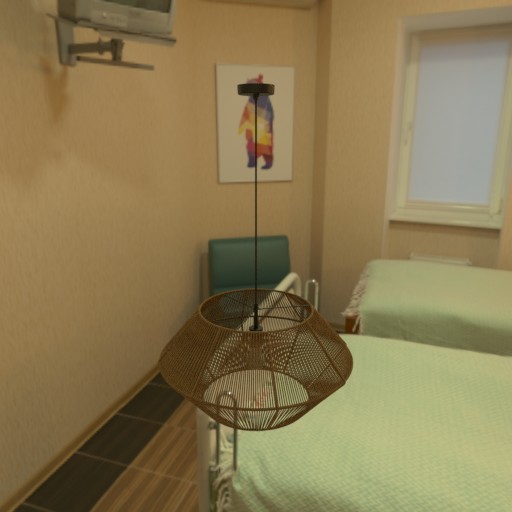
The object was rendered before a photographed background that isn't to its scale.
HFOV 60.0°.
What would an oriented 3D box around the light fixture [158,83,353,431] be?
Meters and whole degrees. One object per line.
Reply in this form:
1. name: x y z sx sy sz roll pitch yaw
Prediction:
1. light fixture: 0.000 0.000 1.397 0.643 1.009 0.643 0 15 0
